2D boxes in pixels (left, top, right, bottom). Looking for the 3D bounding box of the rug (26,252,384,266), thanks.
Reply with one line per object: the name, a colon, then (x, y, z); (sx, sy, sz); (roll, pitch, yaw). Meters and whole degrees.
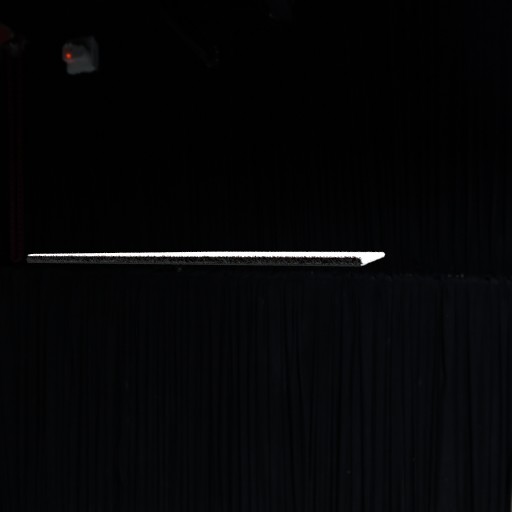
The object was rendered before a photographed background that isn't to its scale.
rug: (0.000, 0.000, 2.291); (1.219, 0.030, 1.778); (0, 1, 18)
